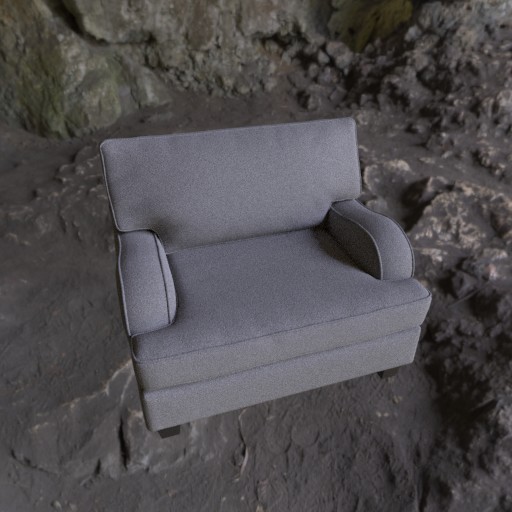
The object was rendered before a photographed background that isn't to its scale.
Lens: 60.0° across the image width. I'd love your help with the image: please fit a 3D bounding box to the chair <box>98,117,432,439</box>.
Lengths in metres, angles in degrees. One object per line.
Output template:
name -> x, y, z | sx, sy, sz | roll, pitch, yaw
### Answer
chair -> 0.000, 0.000, 2.021 | 1.220, 1.016, 1.040 | -10, 34, -15
